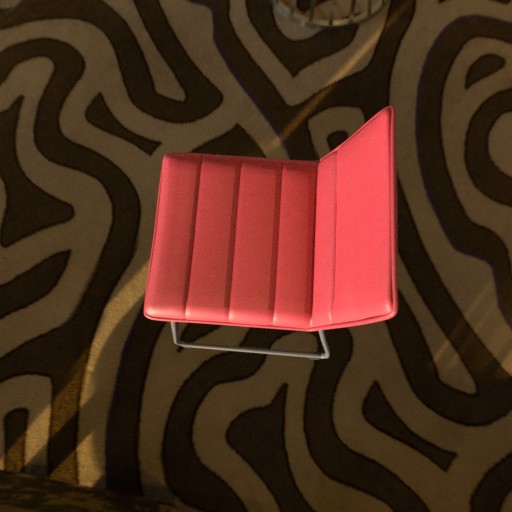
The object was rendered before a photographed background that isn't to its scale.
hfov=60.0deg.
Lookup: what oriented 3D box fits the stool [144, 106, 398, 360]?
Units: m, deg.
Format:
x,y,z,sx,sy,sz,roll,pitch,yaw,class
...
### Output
x,y,z,sx,sy,sz,roll,pitch,yaw,class
0.000,0.000,1.167,0.524,0.866,0.489,4,76,1,stool
